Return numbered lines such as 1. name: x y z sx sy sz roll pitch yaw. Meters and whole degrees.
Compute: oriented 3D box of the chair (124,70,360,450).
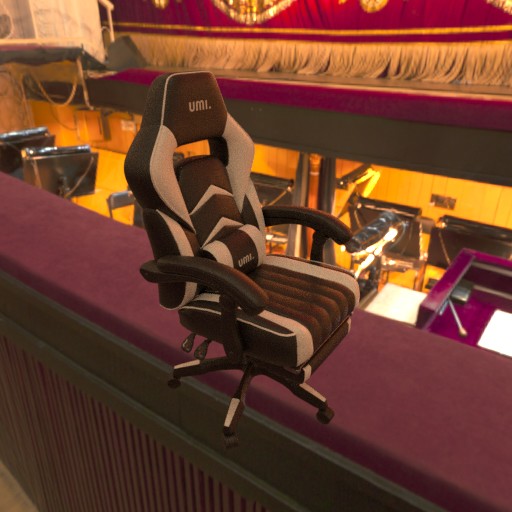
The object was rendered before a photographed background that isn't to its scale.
1. chair: 0.000 0.000 1.584 0.700 1.200 0.676 17 31 31
